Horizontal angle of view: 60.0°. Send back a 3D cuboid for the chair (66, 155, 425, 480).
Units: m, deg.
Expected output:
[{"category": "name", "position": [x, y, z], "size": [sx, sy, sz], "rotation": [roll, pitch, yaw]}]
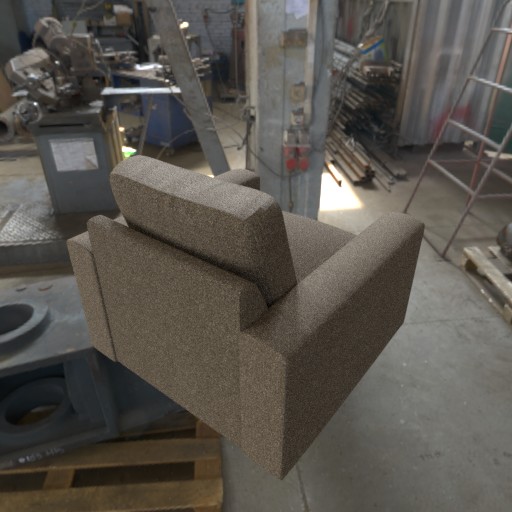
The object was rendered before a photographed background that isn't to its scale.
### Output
[{"category": "chair", "position": [0.000, 0.000, 1.776], "size": [1.005, 0.873, 1.016], "rotation": [22, 38, 32]}]
